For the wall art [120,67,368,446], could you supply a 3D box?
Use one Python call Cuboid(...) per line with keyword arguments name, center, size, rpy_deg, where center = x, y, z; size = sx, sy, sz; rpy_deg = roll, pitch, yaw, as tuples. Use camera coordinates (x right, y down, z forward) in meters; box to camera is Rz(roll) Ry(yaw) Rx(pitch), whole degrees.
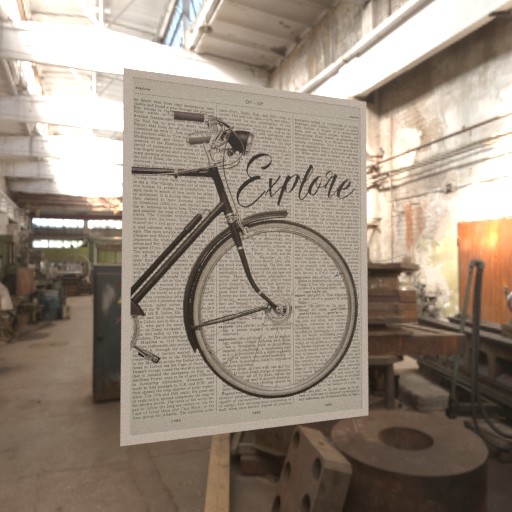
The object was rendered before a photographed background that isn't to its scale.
Cuboid(name="wall art", center=(0.000, 0.000, 0.789), size=(0.457, 0.610, 0.003), rpy_deg=(1, -2, -19))
